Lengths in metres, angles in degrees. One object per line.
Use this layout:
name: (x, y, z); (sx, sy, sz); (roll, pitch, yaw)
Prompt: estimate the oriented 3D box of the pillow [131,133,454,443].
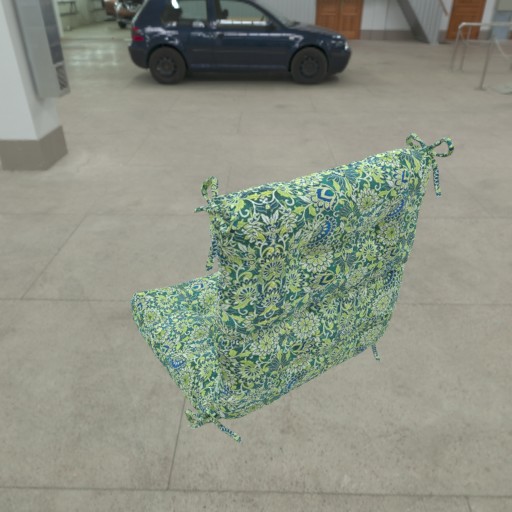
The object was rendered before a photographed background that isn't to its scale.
pillow: (0.000, 0.000, 1.018); (0.519, 0.605, 0.571); (-20, 37, -29)
